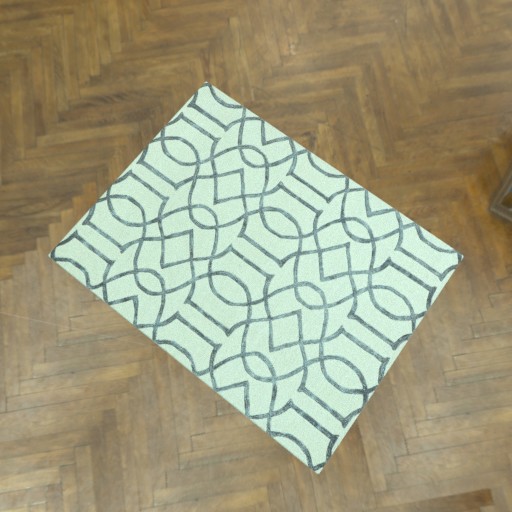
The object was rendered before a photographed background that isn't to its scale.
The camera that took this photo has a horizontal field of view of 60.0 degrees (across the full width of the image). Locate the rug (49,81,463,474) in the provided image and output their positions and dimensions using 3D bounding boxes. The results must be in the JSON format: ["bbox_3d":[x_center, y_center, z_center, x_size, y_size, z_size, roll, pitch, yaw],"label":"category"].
[{"bbox_3d":[0.000,0.000,3.889,2.910,0.021,2.211,36,78,9],"label":"rug"}]
